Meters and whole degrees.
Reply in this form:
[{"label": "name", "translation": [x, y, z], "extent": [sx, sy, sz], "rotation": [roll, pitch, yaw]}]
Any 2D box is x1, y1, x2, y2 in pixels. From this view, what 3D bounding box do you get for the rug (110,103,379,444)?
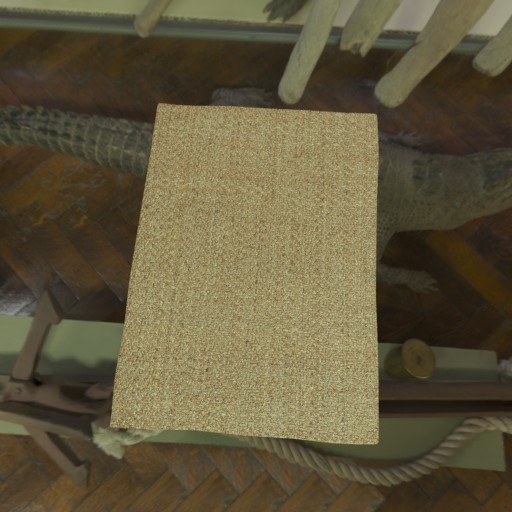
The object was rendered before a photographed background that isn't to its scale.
[{"label": "rug", "translation": [0.000, 0.000, 2.801], "extent": [1.566, 0.013, 2.141], "rotation": [3, 75, 1]}]
